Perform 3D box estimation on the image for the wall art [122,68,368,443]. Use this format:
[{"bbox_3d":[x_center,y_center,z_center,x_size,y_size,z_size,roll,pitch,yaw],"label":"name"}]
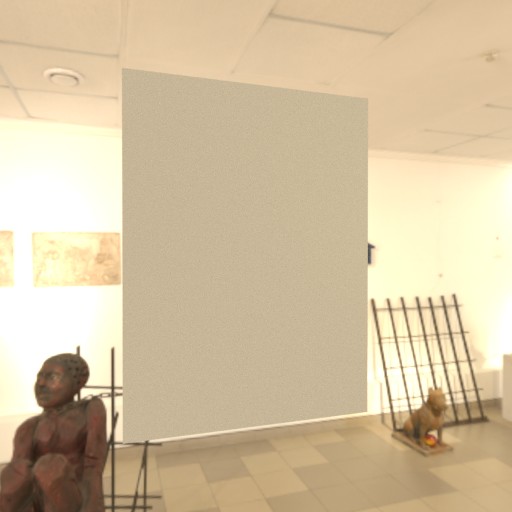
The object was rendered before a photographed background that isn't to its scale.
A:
[{"bbox_3d":[0.000,0.000,0.791,0.457,0.609,0.003,0,0,-18],"label":"wall art"}]
